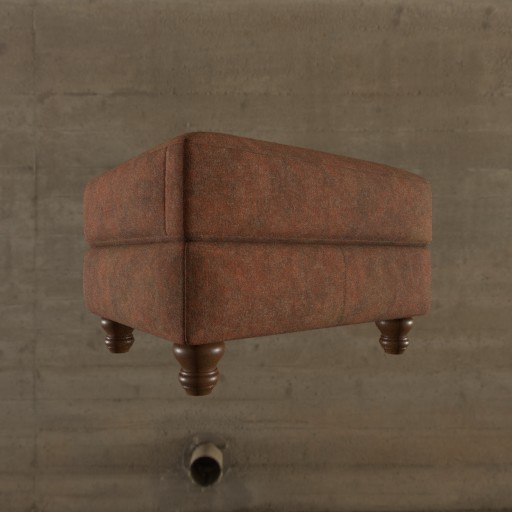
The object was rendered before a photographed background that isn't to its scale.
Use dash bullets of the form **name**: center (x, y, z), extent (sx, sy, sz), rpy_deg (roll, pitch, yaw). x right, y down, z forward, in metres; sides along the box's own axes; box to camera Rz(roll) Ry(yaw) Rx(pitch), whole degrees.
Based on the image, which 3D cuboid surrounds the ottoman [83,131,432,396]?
- **ottoman**: center (0.000, 0.000, 1.171), extent (0.787, 0.508, 0.635), rpy_deg (0, 0, -36)
